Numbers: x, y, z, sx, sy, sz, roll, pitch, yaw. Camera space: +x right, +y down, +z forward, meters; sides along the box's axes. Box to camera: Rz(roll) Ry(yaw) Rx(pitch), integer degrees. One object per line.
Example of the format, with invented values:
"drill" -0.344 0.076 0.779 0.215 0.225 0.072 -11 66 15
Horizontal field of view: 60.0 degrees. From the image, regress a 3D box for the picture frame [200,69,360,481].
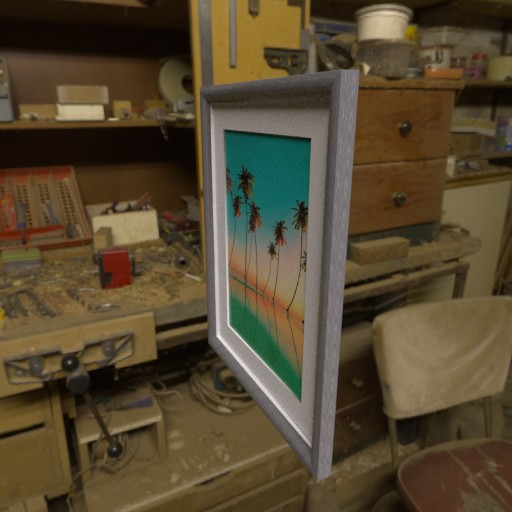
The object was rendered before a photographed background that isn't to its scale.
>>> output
"picture frame" 0.000 0.000 0.761 0.029 0.559 0.454 -9 20 -25
